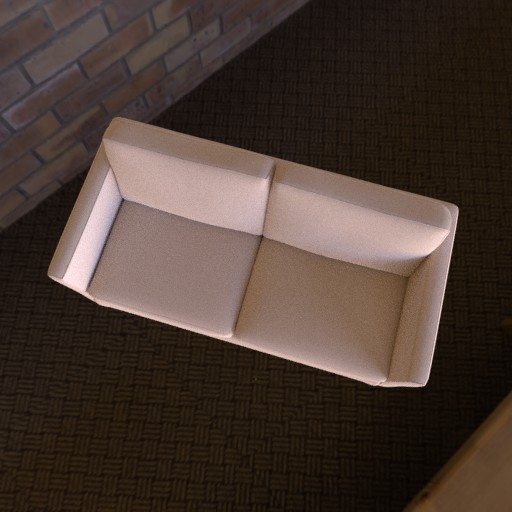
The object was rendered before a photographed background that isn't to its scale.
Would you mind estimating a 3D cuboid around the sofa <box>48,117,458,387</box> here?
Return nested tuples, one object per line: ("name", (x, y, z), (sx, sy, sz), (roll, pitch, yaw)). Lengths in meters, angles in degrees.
("sofa", (0.000, 0.000, 2.231), (1.722, 0.888, 0.873), (16, 75, 4))
